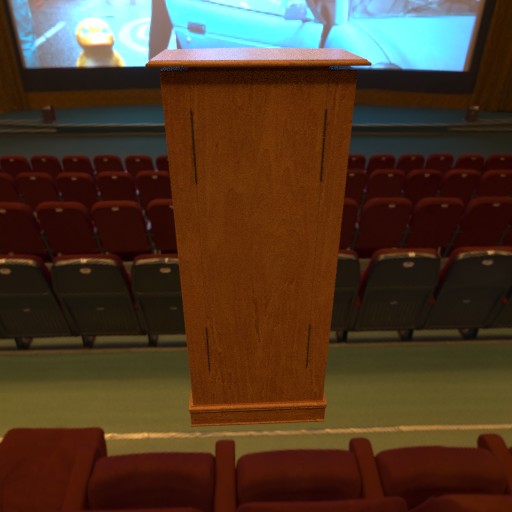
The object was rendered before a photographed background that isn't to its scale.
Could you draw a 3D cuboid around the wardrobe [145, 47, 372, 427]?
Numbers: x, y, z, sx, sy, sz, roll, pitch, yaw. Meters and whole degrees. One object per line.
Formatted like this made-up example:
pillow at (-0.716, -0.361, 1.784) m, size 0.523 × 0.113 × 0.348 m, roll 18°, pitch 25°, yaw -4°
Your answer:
wardrobe at (0.000, 0.000, 1.146) m, size 0.406 × 0.959 × 0.273 m, roll -1°, pitch 30°, yaw -2°
